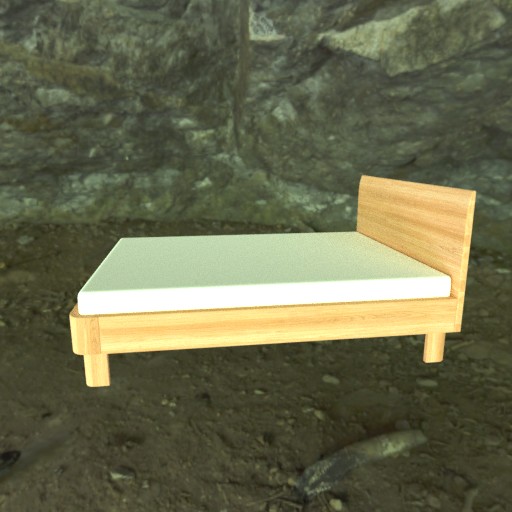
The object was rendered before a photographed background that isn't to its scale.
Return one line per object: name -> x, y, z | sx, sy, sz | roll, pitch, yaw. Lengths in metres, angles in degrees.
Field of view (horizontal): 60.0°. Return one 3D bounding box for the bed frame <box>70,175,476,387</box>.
bed frame -> 0.000, 0.000, 2.871 | 1.992, 0.940, 1.472 | -2, 13, -8
